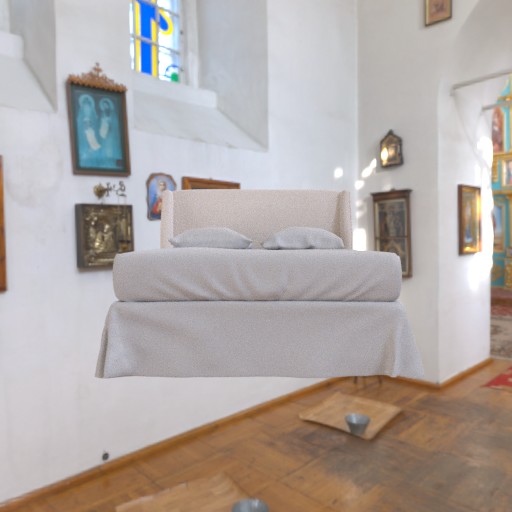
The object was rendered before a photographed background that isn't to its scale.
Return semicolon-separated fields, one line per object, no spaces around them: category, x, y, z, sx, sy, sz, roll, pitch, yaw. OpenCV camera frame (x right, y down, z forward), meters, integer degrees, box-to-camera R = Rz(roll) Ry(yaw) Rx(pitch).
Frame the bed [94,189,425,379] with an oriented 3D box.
bed;0.000;0.000;3.490;1.925;1.332;2.276;0;1;0
